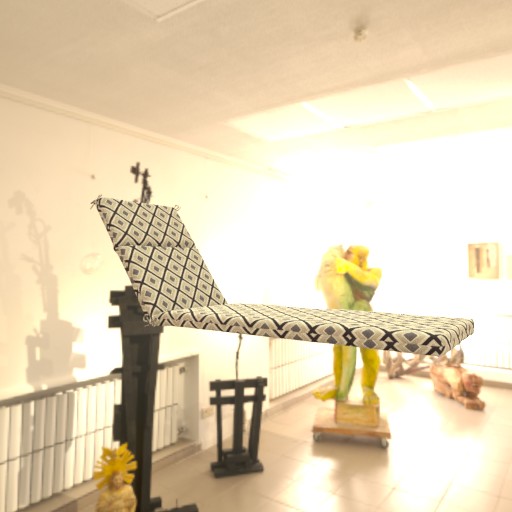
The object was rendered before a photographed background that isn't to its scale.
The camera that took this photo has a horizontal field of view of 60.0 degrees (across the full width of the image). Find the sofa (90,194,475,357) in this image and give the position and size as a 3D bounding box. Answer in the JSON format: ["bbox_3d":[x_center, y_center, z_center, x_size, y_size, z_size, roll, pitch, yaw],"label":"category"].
[{"bbox_3d":[0.000,0.000,1.941,1.663,0.622,0.582,-1,-1,35],"label":"sofa"}]
